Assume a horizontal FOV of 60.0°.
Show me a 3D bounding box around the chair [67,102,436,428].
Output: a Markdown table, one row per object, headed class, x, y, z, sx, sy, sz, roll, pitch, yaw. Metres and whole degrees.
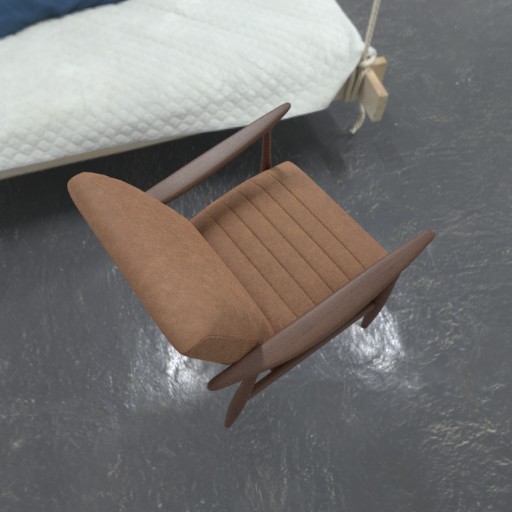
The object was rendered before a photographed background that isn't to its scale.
| class | x | y | z | sx | sy | sz | roll | pitch | yaw |
| --- | --- | --- | --- | --- | --- | --- | --- | --- | --- |
| chair | 0.000 | 0.000 | 1.457 | 0.798 | 0.832 | 0.741 | -33 | 65 | -17 |
